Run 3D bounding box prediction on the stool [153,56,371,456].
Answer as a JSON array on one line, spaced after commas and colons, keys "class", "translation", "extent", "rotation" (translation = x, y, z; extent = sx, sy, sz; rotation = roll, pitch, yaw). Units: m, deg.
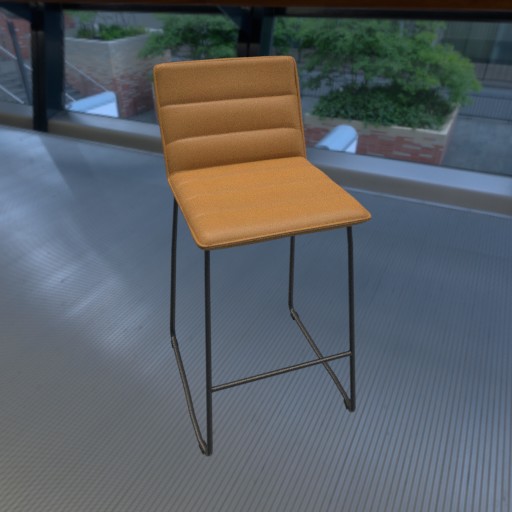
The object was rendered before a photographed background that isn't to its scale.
[{"class": "stool", "translation": [0.000, 0.000, 1.222], "extent": [0.489, 0.936, 0.524], "rotation": [-11, 35, -16]}]
